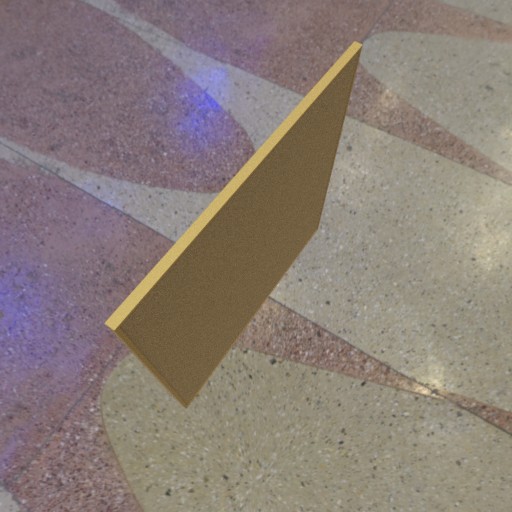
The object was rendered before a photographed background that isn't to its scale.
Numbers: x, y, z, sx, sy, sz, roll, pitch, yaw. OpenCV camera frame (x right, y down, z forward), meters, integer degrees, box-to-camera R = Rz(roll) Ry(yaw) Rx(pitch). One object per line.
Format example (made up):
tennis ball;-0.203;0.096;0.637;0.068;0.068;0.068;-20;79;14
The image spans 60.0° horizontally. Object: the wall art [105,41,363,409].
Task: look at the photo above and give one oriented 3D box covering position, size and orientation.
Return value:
wall art;0.000;0.000;0.679;0.013;0.455;0.457;32;67;15
